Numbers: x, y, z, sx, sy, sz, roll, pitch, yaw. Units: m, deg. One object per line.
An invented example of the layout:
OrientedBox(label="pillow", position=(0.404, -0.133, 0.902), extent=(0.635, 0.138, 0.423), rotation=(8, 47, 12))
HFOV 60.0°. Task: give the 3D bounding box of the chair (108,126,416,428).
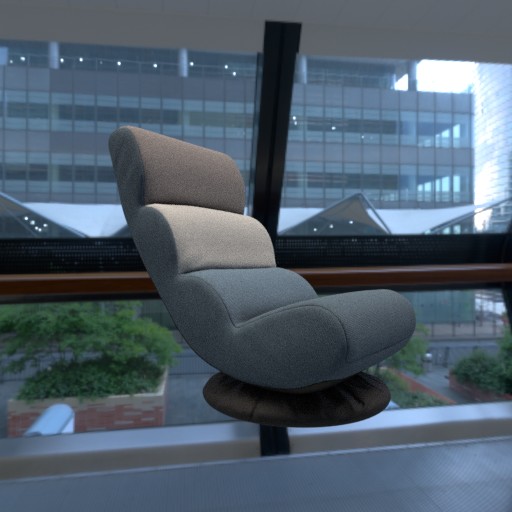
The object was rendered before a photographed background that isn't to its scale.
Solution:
OrientedBox(label="chair", position=(0.000, 0.000, 1.066), extent=(0.661, 0.641, 0.420), rotation=(0, -1, 36))
